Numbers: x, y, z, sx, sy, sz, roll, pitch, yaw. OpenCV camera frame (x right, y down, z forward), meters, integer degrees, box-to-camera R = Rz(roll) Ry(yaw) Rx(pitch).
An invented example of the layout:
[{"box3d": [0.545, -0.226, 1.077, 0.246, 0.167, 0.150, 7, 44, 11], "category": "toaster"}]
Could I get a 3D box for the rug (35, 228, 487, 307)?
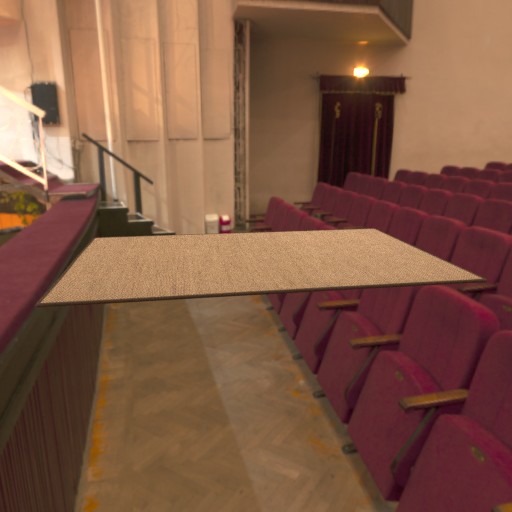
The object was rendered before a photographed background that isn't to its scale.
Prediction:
[{"box3d": [0.000, 0.000, 2.113, 1.676, 0.013, 1.067, -2, 15, -9], "category": "rug"}]
